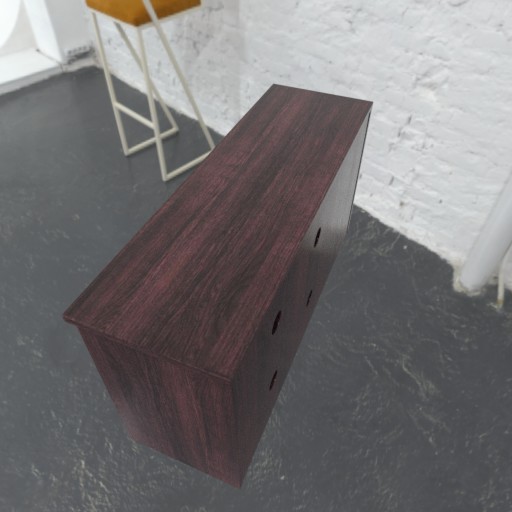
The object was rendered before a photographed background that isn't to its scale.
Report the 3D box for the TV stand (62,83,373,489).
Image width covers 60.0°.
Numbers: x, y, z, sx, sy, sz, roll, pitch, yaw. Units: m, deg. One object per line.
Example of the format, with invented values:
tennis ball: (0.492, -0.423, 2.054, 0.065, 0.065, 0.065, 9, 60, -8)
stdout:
TV stand: (0.000, 0.000, 1.464, 0.404, 0.614, 1.192, 17, 47, 16)
